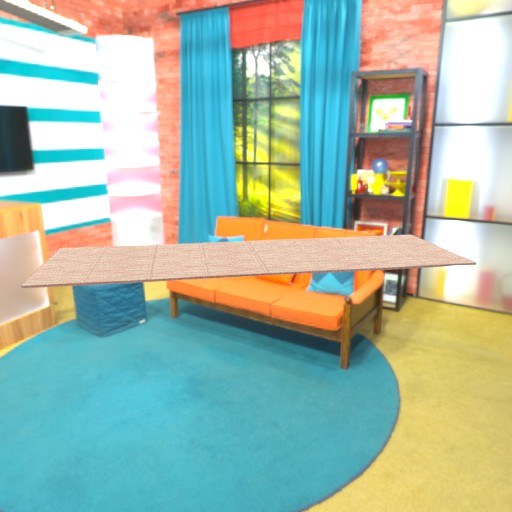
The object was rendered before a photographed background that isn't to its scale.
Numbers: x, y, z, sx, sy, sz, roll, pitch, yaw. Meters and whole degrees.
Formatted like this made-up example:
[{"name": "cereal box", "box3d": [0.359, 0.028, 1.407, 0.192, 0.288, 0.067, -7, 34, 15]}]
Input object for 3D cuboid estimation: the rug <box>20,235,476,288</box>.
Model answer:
[{"name": "rug", "box3d": [0.000, 0.000, 2.675, 2.435, 0.015, 0.760, -3, 15, -9]}]
